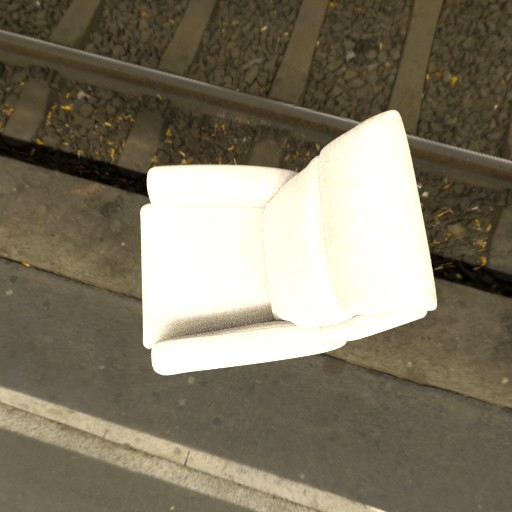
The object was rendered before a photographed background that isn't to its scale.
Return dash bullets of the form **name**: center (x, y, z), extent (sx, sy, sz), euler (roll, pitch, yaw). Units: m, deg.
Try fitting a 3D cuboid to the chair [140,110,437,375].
- **chair**: center (0.000, 0.000, 1.681), extent (0.941, 1.015, 0.812), euler (-5, 75, -1)
